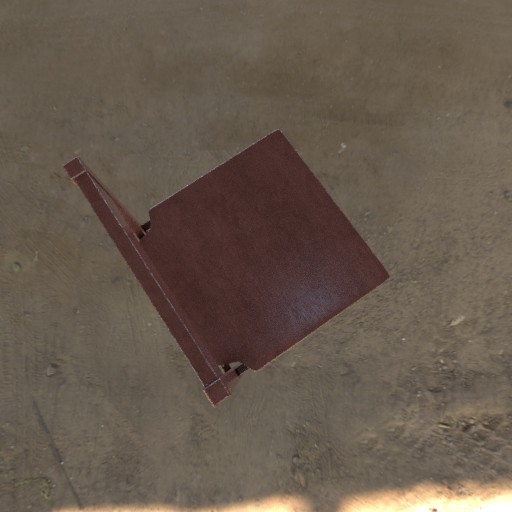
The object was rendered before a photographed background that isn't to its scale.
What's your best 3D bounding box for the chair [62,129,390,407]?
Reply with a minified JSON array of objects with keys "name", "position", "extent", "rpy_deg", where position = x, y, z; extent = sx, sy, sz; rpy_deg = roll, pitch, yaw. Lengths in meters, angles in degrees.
[{"name":"chair","position":[0.000,0.000,0.878],"extent":[0.361,0.668,0.367],"rpy_deg":[-34,80,-7]}]
